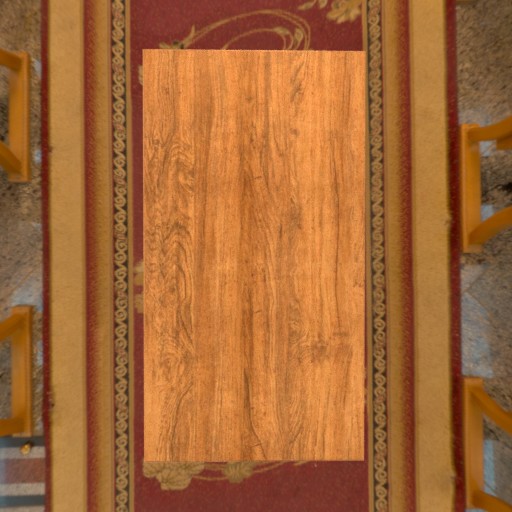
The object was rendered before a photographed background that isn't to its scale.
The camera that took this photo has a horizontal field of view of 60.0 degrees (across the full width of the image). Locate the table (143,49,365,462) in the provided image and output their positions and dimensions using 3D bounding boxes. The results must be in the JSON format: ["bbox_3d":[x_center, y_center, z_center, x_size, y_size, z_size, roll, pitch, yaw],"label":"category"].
[{"bbox_3d":[0.000,0.000,1.475,0.635,0.480,1.150,0,91,-1],"label":"table"}]
